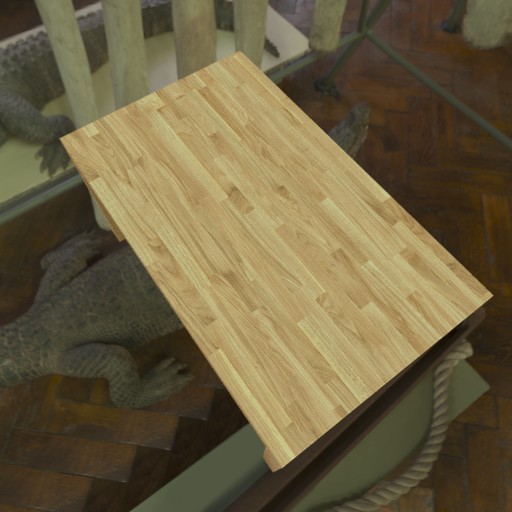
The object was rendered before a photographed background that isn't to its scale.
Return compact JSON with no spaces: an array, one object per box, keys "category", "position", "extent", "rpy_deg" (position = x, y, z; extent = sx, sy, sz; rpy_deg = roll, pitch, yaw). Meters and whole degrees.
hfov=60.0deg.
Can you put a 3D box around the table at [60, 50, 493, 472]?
[{"category":"table","position":[0.000,0.000,2.000],"extent":[0.900,0.770,1.500],"rpy_deg":[-33,68,-15]}]
